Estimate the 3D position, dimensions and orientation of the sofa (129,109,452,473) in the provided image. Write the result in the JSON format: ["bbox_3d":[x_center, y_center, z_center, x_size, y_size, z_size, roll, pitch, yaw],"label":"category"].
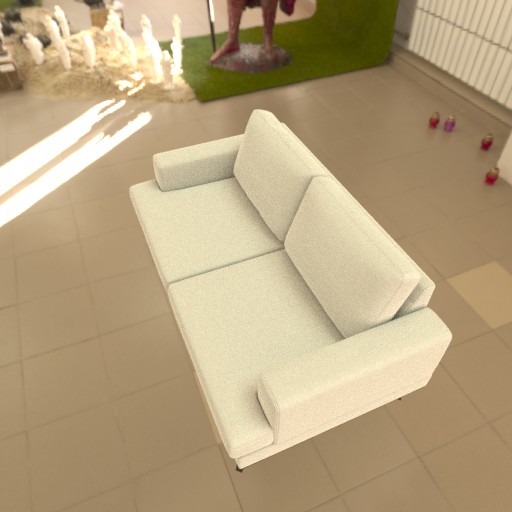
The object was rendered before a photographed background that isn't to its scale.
[{"bbox_3d":[0.000,0.000,2.168,0.920,0.810,1.650,-17,48,-16],"label":"sofa"}]
